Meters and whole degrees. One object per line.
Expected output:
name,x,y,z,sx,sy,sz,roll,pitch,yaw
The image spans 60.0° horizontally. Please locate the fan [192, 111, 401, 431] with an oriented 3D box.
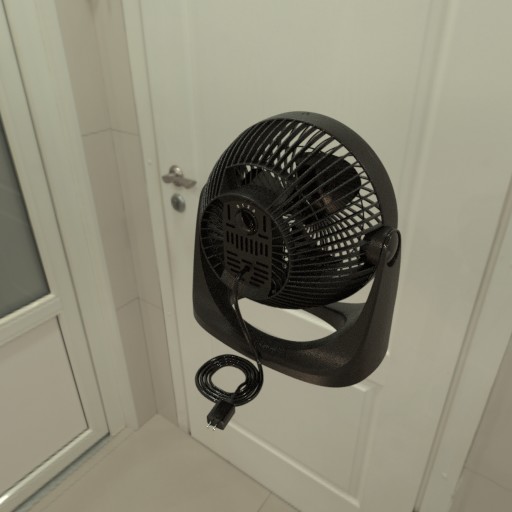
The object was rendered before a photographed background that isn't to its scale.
fan,0.000,0.000,0.493,0.273,0.277,0.256,20,36,31
